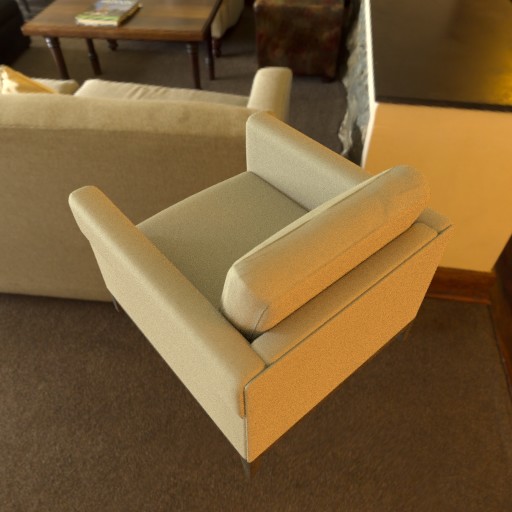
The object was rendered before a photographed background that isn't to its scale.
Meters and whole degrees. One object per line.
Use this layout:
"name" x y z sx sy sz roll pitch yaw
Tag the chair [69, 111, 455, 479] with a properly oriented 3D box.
"chair" 0.000 0.000 1.640 0.914 0.838 0.959 -32 54 -27
